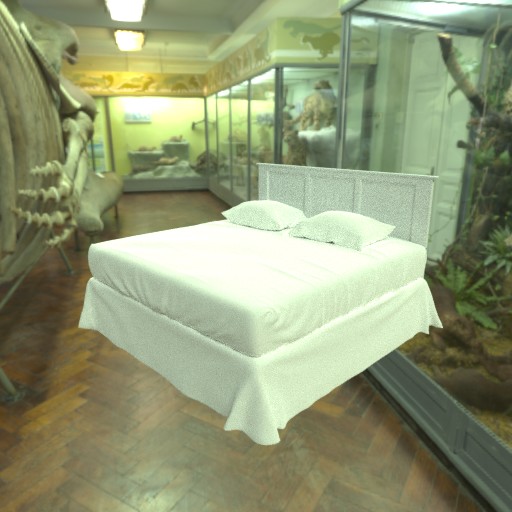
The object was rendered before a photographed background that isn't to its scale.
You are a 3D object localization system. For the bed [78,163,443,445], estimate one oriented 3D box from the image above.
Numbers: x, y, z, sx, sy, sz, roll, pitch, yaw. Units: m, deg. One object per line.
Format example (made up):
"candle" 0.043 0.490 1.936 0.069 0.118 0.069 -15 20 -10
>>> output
"bed" 0.000 0.000 3.613 2.215 1.273 2.317 -15 22 -43
